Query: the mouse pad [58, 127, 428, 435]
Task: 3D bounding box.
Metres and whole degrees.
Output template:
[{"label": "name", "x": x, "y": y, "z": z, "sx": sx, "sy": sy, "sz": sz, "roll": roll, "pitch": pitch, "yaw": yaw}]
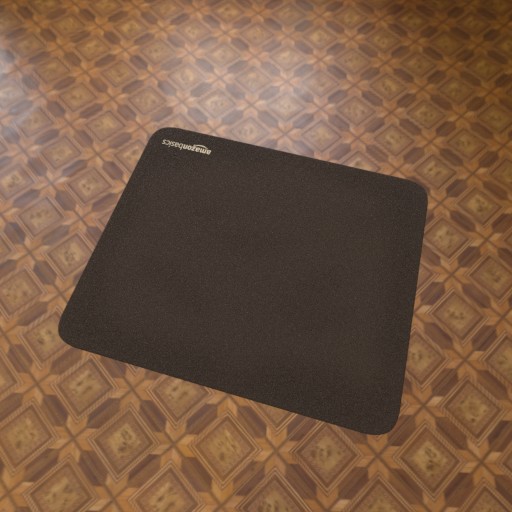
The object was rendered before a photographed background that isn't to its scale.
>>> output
[{"label": "mouse pad", "x": 0.000, "y": 0.000, "z": 0.348, "sx": 0.249, "sy": 0.002, "sz": 0.211, "roll": 14, "pitch": 65, "yaw": 7}]
